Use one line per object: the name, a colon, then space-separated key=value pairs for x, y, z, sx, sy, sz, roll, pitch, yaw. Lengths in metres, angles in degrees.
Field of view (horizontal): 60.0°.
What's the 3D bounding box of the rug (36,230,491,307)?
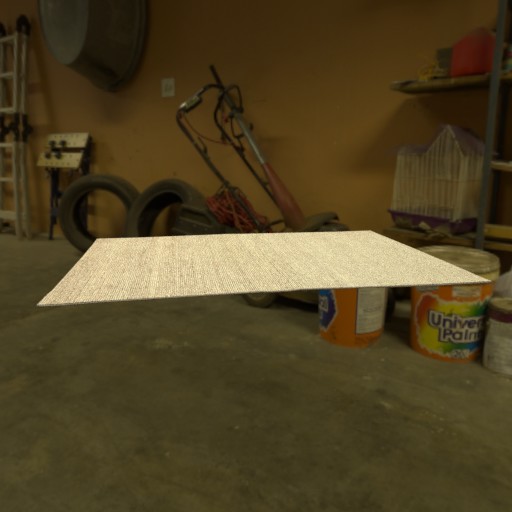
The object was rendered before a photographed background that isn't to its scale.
rug: x=0.000 y=0.000 z=2.991 sx=2.342 sy=0.030 sz=1.609 roll=-2 pitch=13 yaw=-9
